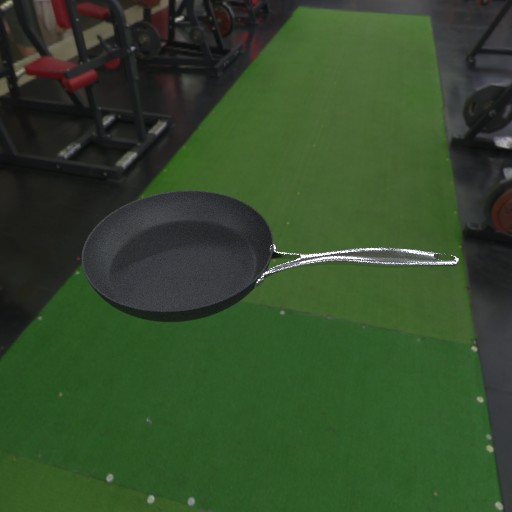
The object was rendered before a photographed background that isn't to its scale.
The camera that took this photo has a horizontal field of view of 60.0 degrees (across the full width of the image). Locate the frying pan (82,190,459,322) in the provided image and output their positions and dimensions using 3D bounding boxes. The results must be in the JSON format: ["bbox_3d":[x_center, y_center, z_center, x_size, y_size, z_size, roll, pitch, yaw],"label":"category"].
[{"bbox_3d":[0.000,0.000,0.577,0.472,0.105,0.255,11,42,13],"label":"frying pan"}]
